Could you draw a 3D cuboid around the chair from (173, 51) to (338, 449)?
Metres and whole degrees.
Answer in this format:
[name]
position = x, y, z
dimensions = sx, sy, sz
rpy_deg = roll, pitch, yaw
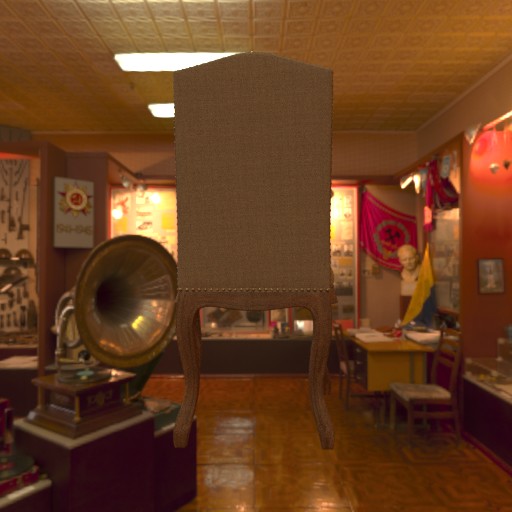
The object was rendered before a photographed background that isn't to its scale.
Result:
[chair]
position = 0.000, 0.000, 1.637
dimensions = 0.637, 1.191, 0.731
rpy_deg = 0, -1, 2
